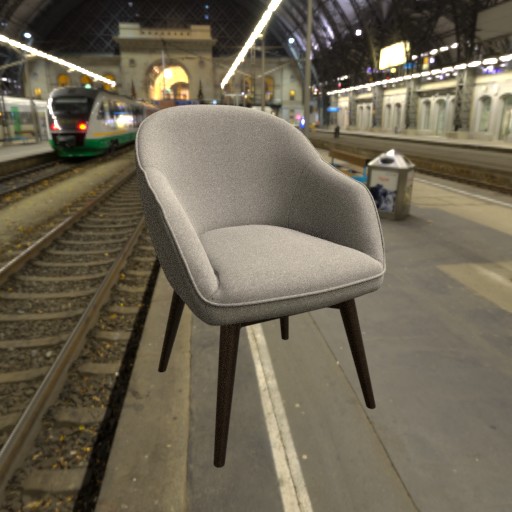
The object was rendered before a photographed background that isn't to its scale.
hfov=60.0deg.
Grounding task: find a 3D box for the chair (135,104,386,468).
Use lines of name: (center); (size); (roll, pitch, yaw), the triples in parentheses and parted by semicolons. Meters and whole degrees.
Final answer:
chair: (0.000, 0.000, 1.229); (0.589, 0.810, 0.611); (-9, 19, -27)
